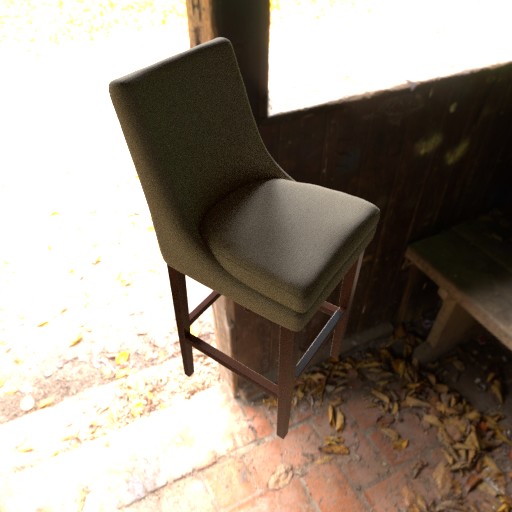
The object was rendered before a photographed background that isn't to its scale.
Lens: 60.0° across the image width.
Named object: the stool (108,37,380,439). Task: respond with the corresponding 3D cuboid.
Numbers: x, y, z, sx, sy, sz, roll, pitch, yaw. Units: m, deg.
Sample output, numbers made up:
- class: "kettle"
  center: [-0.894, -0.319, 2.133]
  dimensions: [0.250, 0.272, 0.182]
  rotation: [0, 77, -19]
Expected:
- class: "stool"
  center: [0.000, 0.000, 1.353]
  dimensions: [0.577, 1.078, 0.470]
  rotation: [25, 48, 25]
